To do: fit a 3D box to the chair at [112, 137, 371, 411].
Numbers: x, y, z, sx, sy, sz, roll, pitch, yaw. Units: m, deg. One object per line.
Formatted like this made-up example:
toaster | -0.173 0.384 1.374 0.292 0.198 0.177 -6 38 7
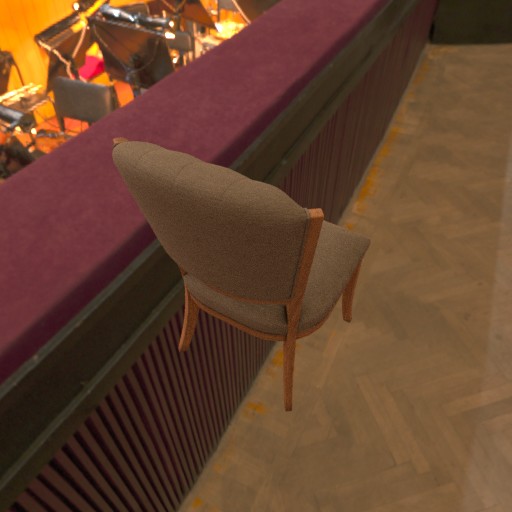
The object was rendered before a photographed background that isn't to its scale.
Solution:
chair | 0.000 0.000 1.276 0.513 0.905 0.584 23 50 21
